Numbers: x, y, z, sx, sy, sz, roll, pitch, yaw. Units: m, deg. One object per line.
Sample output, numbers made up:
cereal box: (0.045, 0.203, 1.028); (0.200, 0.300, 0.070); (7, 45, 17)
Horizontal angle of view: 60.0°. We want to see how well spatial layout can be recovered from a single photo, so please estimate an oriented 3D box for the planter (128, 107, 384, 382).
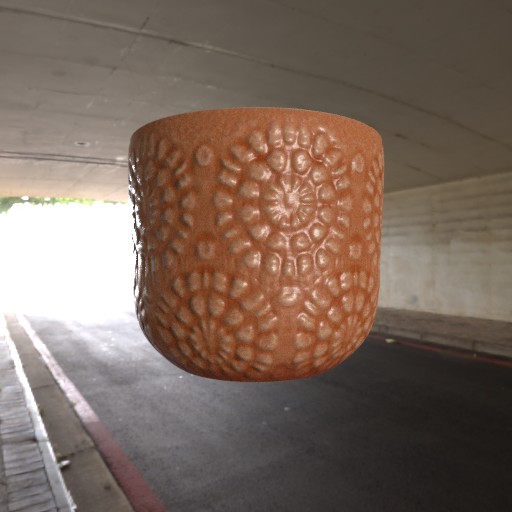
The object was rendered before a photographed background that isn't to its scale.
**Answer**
planter: (0.000, 0.000, 0.223); (0.124, 0.109, 0.124); (0, 0, 0)
